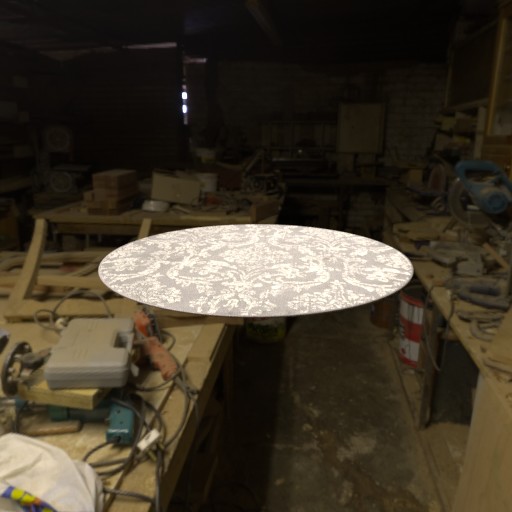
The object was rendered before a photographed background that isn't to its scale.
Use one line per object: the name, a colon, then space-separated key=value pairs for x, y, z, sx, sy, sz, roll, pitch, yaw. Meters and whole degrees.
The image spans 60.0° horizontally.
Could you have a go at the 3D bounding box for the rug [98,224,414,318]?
rug: x=0.000 y=0.000 z=2.364 sx=1.593 sy=0.012 sz=1.593 roll=0 pitch=16 yaw=0
